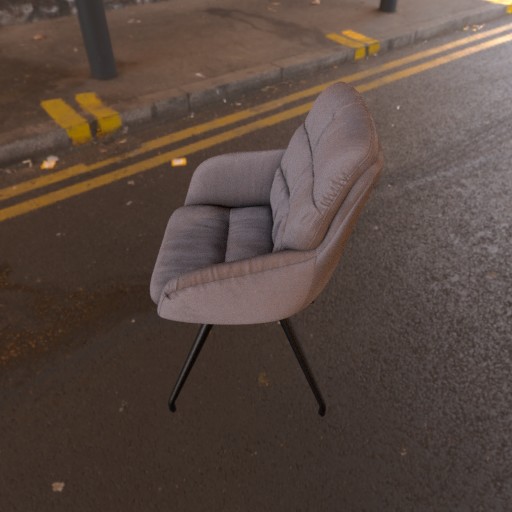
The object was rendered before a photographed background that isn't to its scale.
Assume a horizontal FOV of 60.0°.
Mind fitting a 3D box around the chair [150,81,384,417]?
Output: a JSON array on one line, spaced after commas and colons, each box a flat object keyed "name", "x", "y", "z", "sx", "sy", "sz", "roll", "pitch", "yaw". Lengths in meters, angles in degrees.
[{"name": "chair", "x": 0.000, "y": 0.000, "z": 1.282, "sx": 0.569, "sy": 0.888, "sz": 0.579, "roll": 1, "pitch": 41, "yaw": 1}]
